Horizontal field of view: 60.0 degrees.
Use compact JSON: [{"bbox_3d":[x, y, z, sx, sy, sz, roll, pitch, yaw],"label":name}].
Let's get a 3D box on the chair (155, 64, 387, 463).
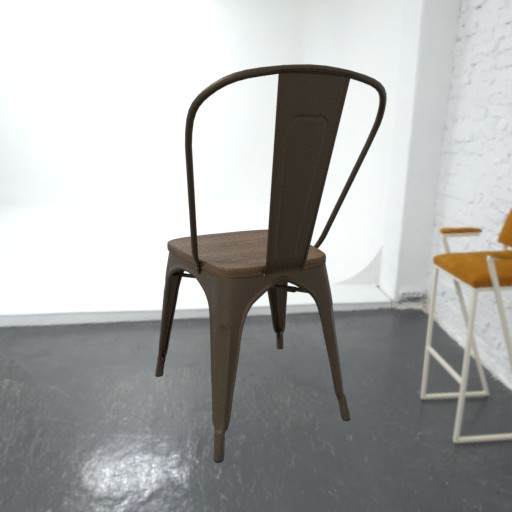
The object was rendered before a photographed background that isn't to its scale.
[{"bbox_3d":[0.000,0.000,1.138,0.451,0.844,0.532,-7,17,-24],"label":"chair"}]
